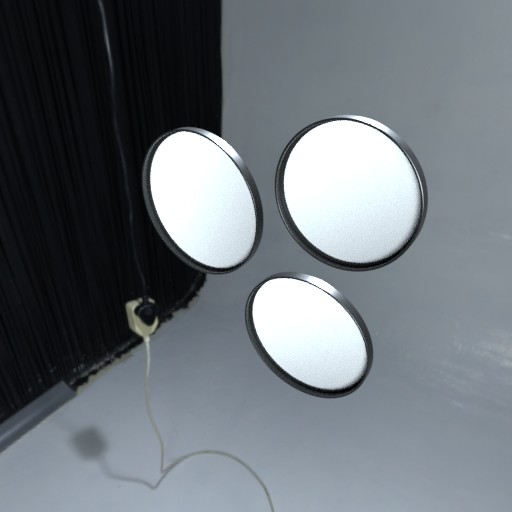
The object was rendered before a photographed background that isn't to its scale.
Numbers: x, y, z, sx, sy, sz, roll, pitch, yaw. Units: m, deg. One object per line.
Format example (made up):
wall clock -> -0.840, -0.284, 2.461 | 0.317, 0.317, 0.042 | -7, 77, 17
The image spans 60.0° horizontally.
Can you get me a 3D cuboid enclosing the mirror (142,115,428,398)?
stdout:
mirror -> 0.000, 0.000, 3.165 | 2.160, 2.096, 0.076 | 19, 35, 30
